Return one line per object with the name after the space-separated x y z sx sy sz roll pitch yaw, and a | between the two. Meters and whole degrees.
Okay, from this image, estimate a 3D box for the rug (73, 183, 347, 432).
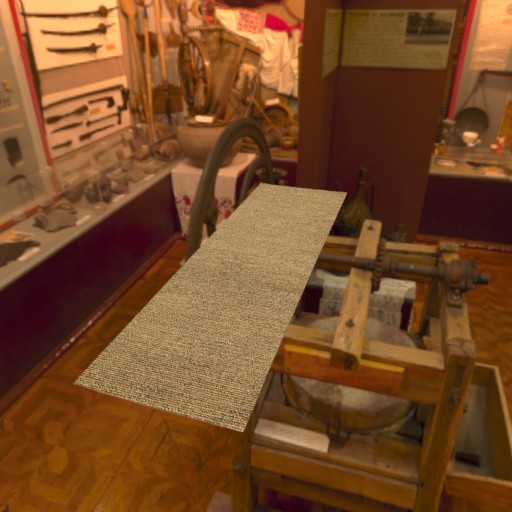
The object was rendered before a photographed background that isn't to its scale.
0.000 0.000 2.557 0.697 0.013 2.335 10 31 16 | rug
